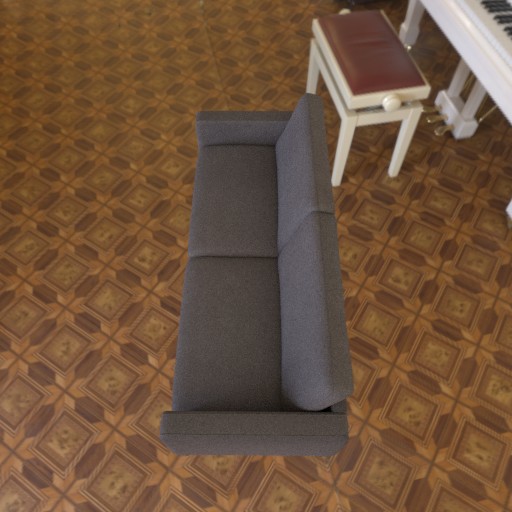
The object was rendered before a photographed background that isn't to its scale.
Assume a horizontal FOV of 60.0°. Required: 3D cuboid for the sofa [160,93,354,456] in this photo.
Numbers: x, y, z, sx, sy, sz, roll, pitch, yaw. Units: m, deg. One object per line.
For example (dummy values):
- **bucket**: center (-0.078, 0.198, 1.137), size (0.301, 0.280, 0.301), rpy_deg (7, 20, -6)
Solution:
- **sofa**: center (0.000, 0.000, 2.391), size (0.774, 0.828, 1.925), rpy_deg (0, 58, 0)
